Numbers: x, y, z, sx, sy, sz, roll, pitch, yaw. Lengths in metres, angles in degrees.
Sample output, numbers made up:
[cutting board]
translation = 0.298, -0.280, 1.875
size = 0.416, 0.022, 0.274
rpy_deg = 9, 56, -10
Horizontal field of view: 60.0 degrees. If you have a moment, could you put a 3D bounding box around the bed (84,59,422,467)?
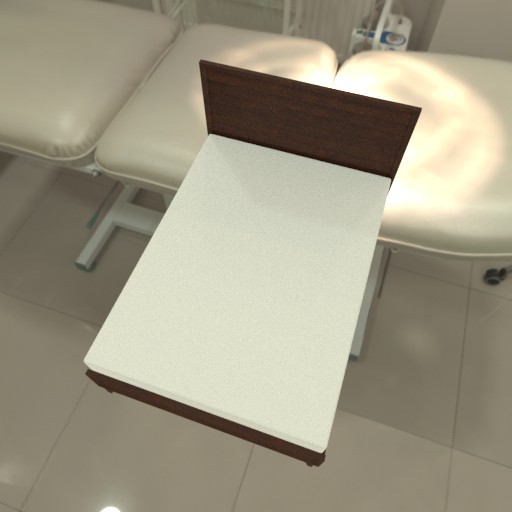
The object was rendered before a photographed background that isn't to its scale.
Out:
[bed]
translation = 0.000, 0.000, 3.106
size = 1.600, 1.270, 2.184
rpy_deg = 16, 60, 10
